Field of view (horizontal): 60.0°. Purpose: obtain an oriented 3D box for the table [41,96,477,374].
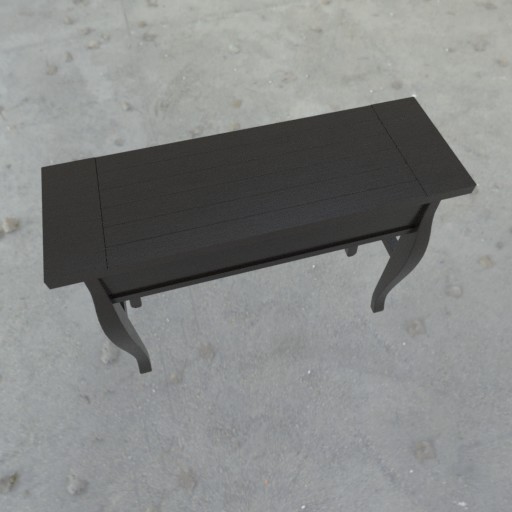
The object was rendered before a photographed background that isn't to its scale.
[{"bbox_3d":[0.000,0.000,1.462,1.062,0.768,0.373,-13,59,-8],"label":"table"}]
